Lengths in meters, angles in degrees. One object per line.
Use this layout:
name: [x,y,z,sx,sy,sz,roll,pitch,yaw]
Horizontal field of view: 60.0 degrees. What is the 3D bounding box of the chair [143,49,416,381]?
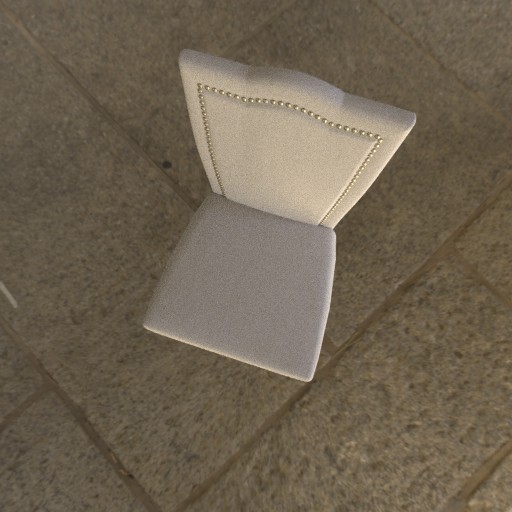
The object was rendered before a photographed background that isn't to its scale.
chair: [0.000,0.000,1.265,0.518,0.946,0.589,17,78,4]
